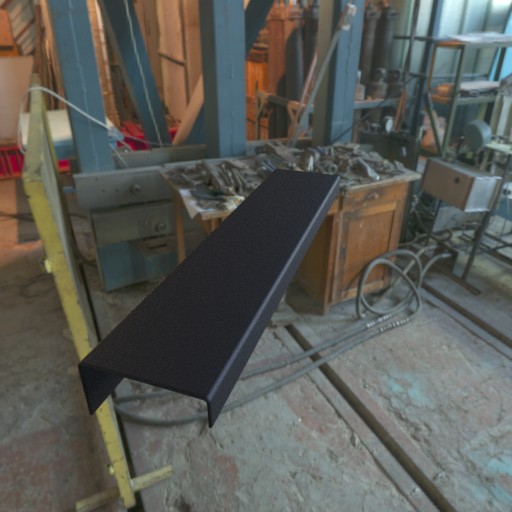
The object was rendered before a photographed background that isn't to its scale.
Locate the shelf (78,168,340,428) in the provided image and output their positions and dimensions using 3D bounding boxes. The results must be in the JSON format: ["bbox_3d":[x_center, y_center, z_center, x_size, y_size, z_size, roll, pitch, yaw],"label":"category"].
[{"bbox_3d":[0.000,0.000,0.490,0.102,0.053,0.456,10,30,17],"label":"shelf"}]
